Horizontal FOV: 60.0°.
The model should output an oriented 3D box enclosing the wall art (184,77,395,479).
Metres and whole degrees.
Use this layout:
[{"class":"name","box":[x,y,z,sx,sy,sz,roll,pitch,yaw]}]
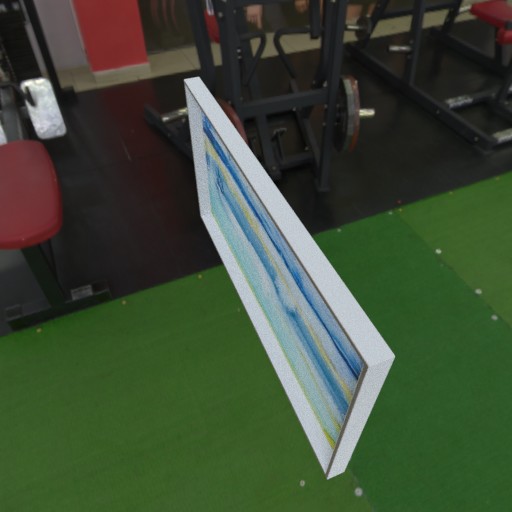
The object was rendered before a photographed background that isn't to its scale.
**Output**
[{"class":"wall art","box":[0.000,0.000,0.951,0.038,0.431,0.812,-17,49,-15]}]
